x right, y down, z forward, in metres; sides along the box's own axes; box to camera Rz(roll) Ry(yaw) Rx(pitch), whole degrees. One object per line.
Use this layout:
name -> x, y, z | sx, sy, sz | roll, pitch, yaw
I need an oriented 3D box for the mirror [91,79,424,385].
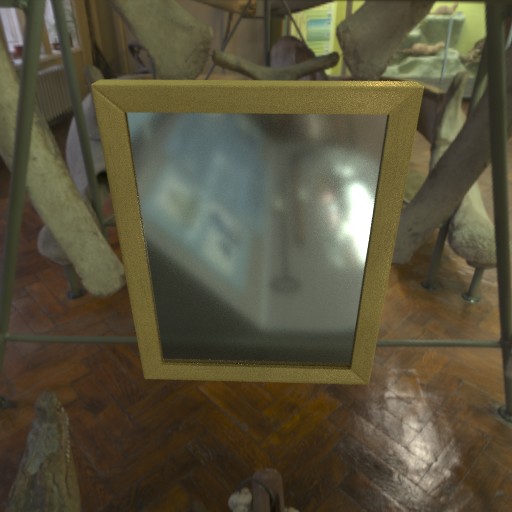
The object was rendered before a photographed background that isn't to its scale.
mirror -> 0.000, 0.000, 0.686 | 0.405, 0.508, 0.041 | 1, 31, 2
